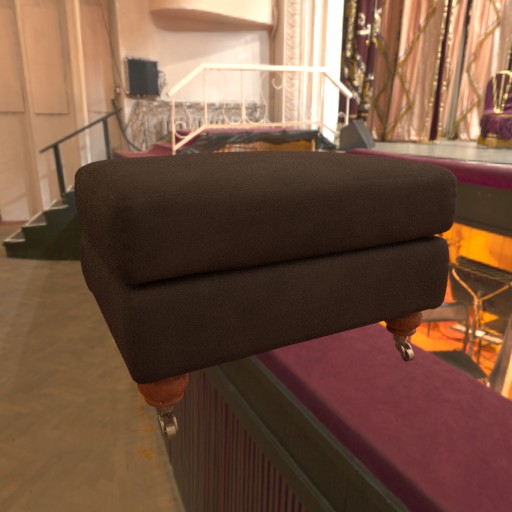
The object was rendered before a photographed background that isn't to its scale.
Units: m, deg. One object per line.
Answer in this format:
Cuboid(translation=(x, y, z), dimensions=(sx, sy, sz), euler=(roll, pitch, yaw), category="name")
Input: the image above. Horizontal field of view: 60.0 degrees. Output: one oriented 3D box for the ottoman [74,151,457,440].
Cuboid(translation=(0.000, 0.000, 1.103), dimensions=(0.773, 0.497, 0.574), euler=(-9, 19, -26), category="ottoman")
